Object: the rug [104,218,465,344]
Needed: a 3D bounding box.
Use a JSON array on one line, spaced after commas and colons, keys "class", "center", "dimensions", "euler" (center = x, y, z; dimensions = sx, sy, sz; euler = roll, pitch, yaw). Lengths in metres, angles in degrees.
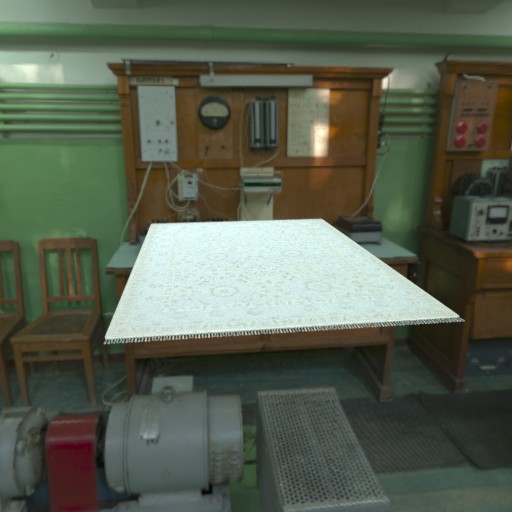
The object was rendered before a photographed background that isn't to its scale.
[{"class": "rug", "center": [0.000, 0.000, 2.878], "dimensions": [1.514, 0.011, 2.233], "euler": [-2, 16, -8]}]
